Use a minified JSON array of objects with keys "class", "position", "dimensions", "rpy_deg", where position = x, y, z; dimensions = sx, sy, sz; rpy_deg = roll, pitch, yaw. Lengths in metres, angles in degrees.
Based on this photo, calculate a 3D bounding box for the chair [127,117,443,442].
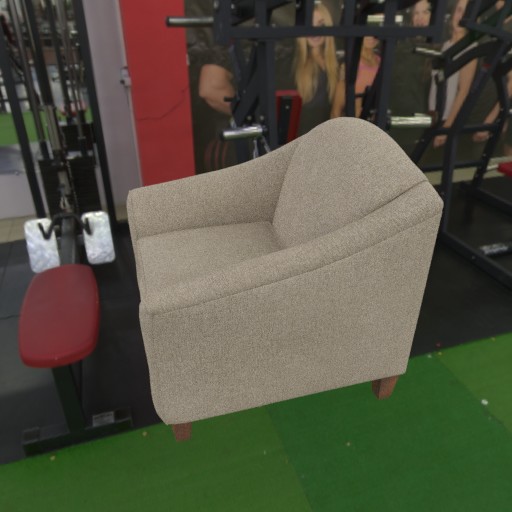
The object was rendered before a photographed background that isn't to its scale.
[{"class":"chair","position":[0.000,0.000,1.477],"dimensions":[0.787,0.839,0.763],"rpy_deg":[-8,31,-14]}]
